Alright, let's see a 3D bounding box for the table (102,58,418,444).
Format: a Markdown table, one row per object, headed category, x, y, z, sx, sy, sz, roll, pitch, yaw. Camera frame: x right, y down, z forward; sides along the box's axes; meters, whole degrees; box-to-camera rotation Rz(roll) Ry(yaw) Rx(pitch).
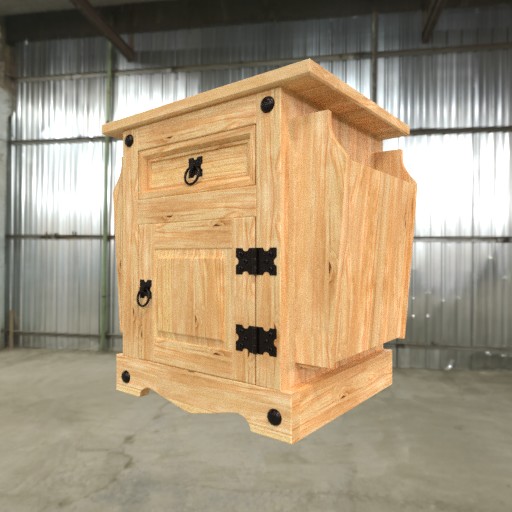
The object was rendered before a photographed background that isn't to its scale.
| category | x | y | z | sx | sy | sz | roll | pitch | yaw |
| --- | --- | --- | --- | --- | --- | --- | --- | --- | --- |
| table | 0.000 | 0.000 | 0.868 | 0.530 | 0.515 | 0.380 | 0 | 0 | 38 |
